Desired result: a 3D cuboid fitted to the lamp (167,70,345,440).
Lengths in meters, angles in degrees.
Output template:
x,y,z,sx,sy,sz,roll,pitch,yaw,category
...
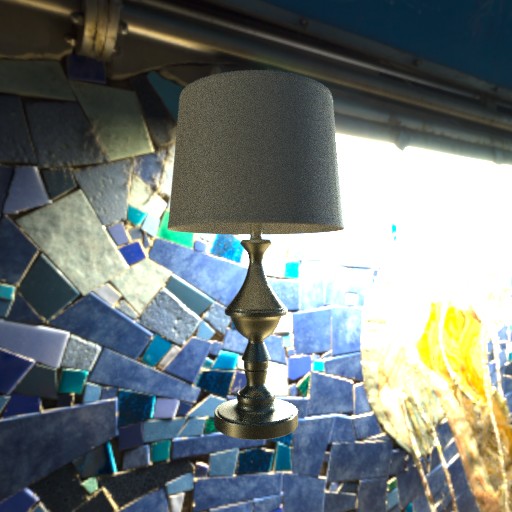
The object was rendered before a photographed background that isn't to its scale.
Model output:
x,y,z,sx,sy,sz,roll,pitch,yaw,category
0.000,0.000,0.976,0.383,0.733,0.383,0,0,0,lamp
